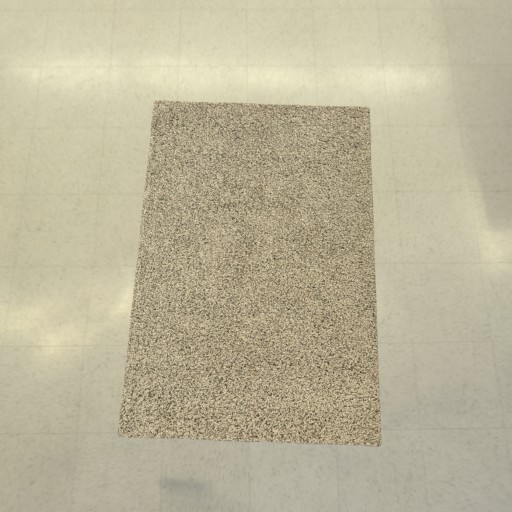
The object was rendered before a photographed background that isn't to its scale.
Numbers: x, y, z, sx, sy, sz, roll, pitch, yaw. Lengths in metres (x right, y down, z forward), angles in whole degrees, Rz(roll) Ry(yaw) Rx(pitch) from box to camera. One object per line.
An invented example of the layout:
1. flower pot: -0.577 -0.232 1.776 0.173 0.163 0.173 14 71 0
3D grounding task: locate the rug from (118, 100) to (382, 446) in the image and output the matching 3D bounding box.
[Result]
1. rug: 0.000 0.000 2.276 1.219 0.030 1.778 2 75 1
